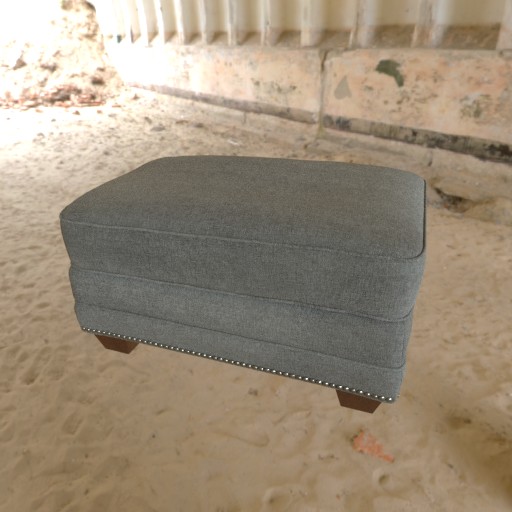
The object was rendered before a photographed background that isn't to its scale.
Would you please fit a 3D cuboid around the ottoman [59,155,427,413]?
[{"bbox_3d":[0.000,0.000,1.176,0.813,0.457,0.561,9,28,17],"label":"ottoman"}]
